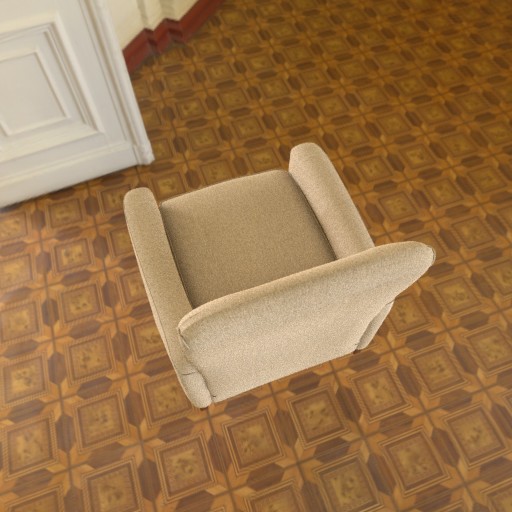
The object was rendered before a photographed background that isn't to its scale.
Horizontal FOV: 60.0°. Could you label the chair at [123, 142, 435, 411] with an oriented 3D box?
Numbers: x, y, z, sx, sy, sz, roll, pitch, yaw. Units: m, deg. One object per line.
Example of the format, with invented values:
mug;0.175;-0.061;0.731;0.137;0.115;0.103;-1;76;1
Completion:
chair;0.000;0.000;1.662;0.848;1.014;0.864;-17;60;-10
